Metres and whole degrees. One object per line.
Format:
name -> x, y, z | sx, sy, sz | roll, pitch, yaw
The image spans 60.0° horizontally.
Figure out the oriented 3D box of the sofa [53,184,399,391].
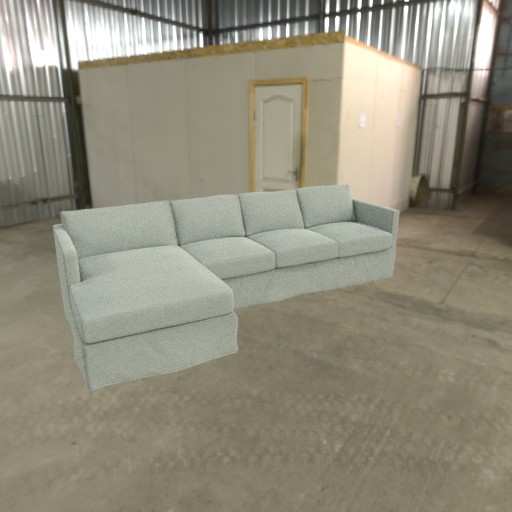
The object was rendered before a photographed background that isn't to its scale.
sofa -> 0.000, 0.000, 3.946 | 3.205, 0.922, 1.650 | -9, 20, -26
